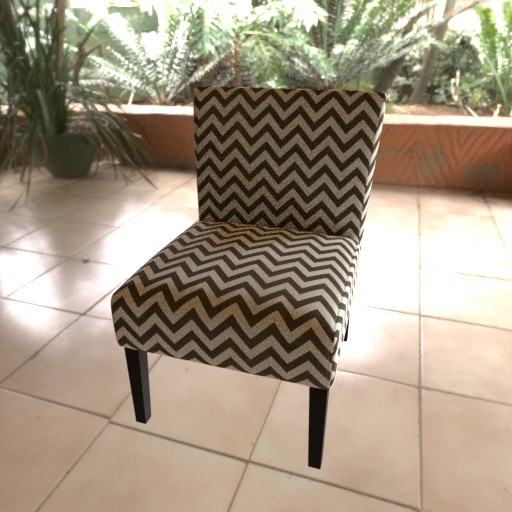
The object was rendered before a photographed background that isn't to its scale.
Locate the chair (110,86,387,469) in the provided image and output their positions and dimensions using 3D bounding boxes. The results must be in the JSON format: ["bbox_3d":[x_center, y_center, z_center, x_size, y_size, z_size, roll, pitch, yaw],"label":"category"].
[{"bbox_3d":[0.000,0.000,1.252,0.589,0.838,0.648,8,27,16],"label":"chair"}]
